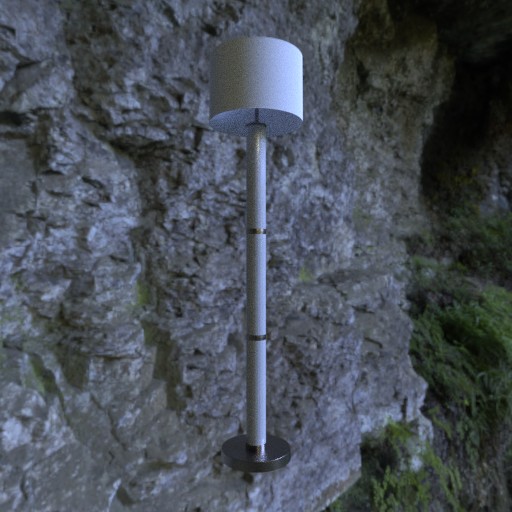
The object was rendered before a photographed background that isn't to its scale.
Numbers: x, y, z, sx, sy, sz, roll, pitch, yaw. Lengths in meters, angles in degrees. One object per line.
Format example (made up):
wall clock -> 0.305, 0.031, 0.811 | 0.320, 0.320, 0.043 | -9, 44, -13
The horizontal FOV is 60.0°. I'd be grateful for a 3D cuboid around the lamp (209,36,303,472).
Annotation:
lamp -> 0.000, 0.000, 1.782 | 0.377, 1.599, 0.377 | -1, -1, 37
